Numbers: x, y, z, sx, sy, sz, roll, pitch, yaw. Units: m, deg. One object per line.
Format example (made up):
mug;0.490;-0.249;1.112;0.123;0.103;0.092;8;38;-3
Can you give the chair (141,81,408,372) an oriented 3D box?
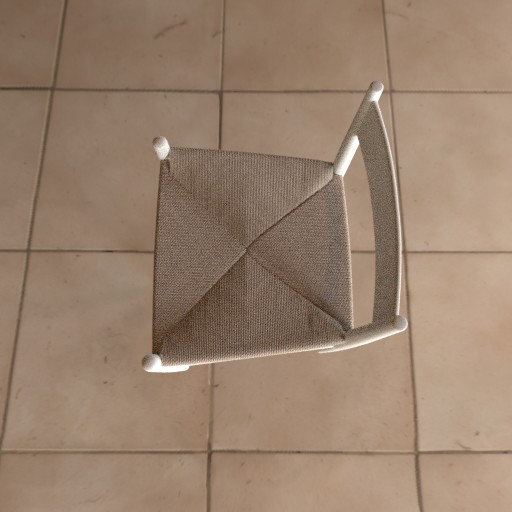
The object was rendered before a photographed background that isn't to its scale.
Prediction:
chair;0.000;0.000;1.110;0.495;0.762;0.556;-1;75;0
